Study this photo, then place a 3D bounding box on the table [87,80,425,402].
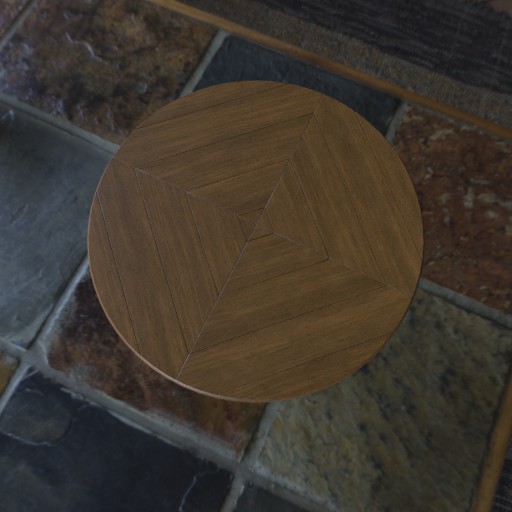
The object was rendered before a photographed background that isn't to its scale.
[{"bbox_3d":[0.000,0.000,1.744,1.055,0.757,1.055,0,75,0],"label":"table"}]
